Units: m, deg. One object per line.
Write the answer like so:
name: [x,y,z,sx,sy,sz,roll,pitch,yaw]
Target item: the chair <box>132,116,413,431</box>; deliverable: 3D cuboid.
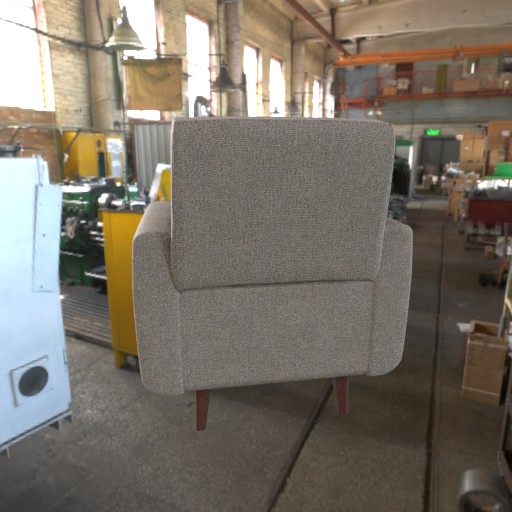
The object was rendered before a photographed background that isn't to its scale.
chair: [0.000,0.000,1.677,0.845,0.968,0.942,-2,14,-10]
